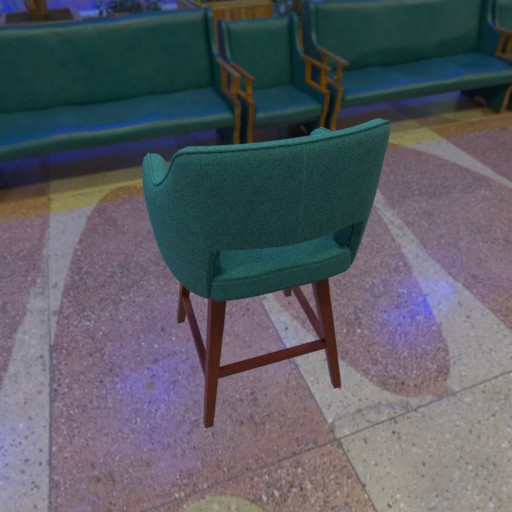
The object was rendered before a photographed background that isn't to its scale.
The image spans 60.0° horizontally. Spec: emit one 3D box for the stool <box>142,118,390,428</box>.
[{"bbox_3d":[0.000,0.000,1.281,0.548,0.961,0.556,-12,42,-14],"label":"stool"}]
